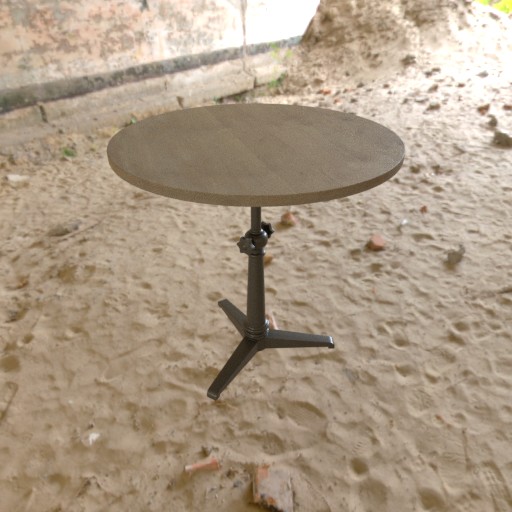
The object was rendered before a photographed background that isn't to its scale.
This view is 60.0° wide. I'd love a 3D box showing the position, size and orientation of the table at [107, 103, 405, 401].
[{"bbox_3d":[0.000,0.000,1.439,0.800,0.780,0.800,0,32,0],"label":"table"}]
